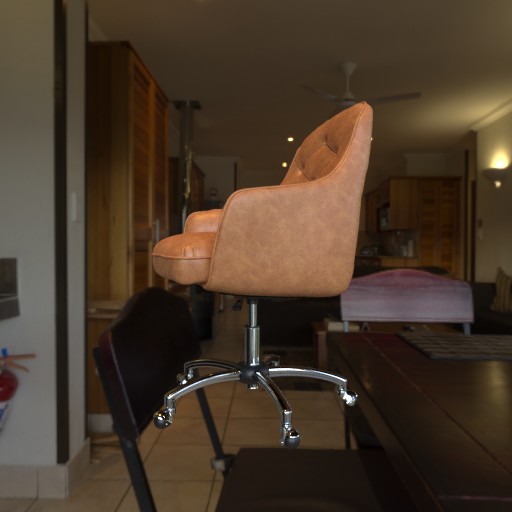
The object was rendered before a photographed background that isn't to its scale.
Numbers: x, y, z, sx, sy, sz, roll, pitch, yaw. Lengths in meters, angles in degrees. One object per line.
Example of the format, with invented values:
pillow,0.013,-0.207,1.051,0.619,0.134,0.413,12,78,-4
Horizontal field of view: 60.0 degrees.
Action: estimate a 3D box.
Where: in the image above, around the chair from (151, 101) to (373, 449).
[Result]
chair,0.000,0.000,1.329,0.615,0.909,0.628,0,1,-17
